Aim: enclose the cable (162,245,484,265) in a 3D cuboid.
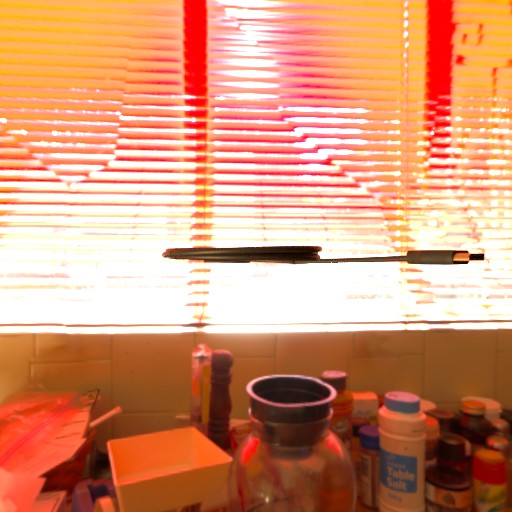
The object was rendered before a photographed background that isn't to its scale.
[{"bbox_3d":[0.000,0.000,0.339,0.136,0.015,0.281,0,0,-35],"label":"cable"}]
